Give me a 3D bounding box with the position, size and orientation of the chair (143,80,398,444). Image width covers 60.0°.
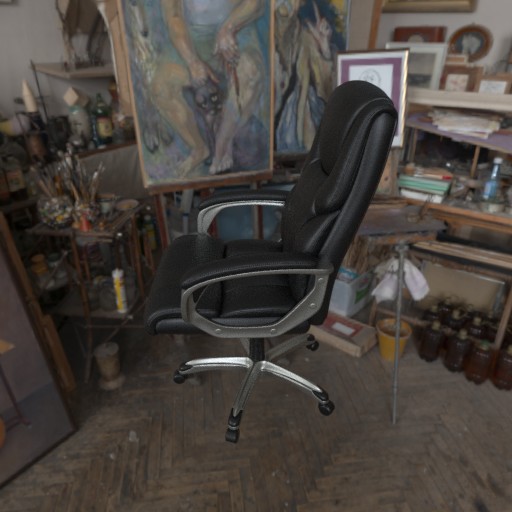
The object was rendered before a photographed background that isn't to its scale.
[{"bbox_3d":[0.000,0.000,1.573,0.739,1.155,0.663,-1,28,-2],"label":"chair"}]
